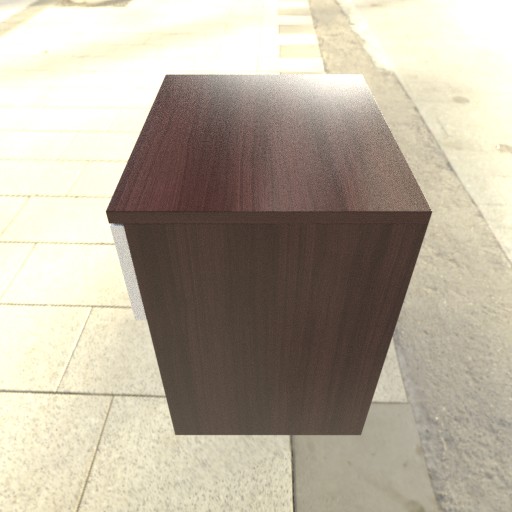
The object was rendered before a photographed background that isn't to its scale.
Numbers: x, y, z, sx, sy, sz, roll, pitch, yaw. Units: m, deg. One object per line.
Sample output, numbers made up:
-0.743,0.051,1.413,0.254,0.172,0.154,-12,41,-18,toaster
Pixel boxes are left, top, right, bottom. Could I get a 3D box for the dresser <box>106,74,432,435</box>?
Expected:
0.000,0.000,0.757,0.360,0.470,0.400,0,41,0,dresser
